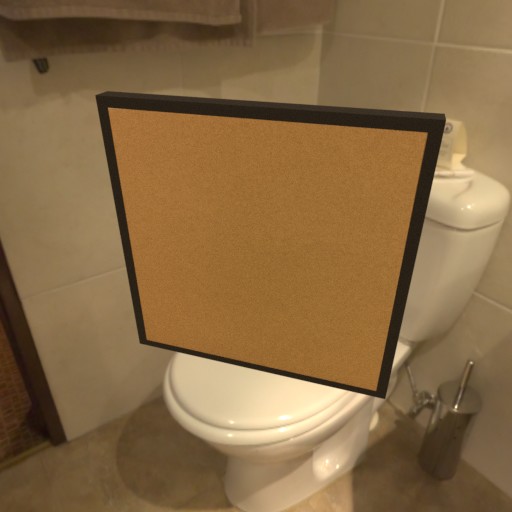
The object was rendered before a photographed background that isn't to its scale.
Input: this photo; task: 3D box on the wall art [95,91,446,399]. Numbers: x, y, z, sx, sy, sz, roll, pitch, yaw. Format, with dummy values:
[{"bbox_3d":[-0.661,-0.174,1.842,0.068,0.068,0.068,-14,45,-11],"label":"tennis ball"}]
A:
[{"bbox_3d":[0.000,0.000,0.763,0.508,0.507,0.033,9,32,15],"label":"wall art"}]
